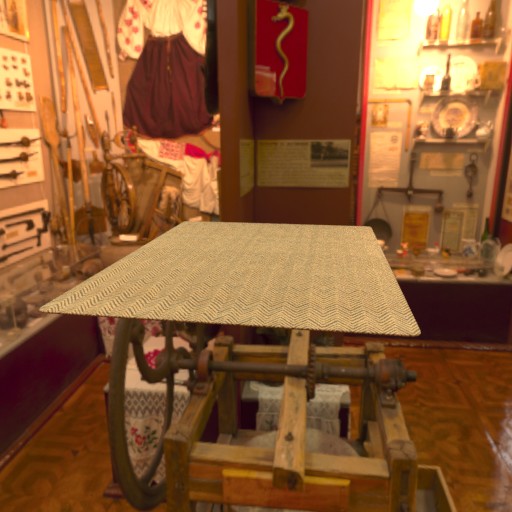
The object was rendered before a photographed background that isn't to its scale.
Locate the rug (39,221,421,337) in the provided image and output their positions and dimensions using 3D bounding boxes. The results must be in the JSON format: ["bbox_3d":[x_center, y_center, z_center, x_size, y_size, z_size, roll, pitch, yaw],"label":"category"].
[{"bbox_3d":[0.000,0.000,4.252,2.439,0.014,3.207,2,15,9],"label":"rug"}]
